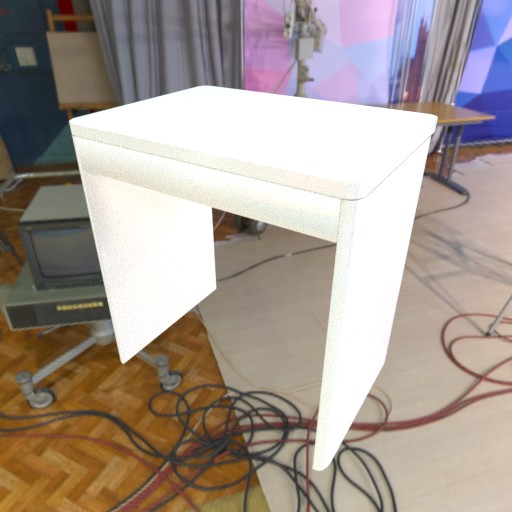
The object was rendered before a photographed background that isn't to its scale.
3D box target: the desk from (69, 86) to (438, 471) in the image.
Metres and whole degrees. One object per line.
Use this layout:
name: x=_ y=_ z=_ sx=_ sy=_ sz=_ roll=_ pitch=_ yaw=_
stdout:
desk: x=0.000 y=0.000 z=1.306 sx=0.762 sy=0.800 sz=0.549 roll=18 pitch=36 yaw=27
